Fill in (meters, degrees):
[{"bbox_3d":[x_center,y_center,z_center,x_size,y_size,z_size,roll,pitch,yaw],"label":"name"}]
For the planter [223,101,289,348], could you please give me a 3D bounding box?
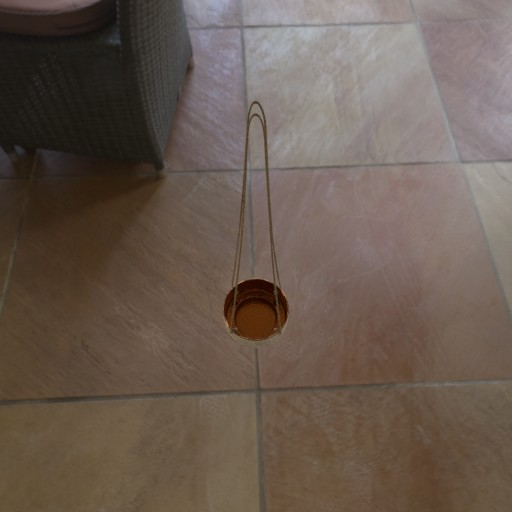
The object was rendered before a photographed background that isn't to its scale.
[{"bbox_3d":[0.000,0.000,1.139,0.223,1.030,0.223,1,63,0],"label":"planter"}]
